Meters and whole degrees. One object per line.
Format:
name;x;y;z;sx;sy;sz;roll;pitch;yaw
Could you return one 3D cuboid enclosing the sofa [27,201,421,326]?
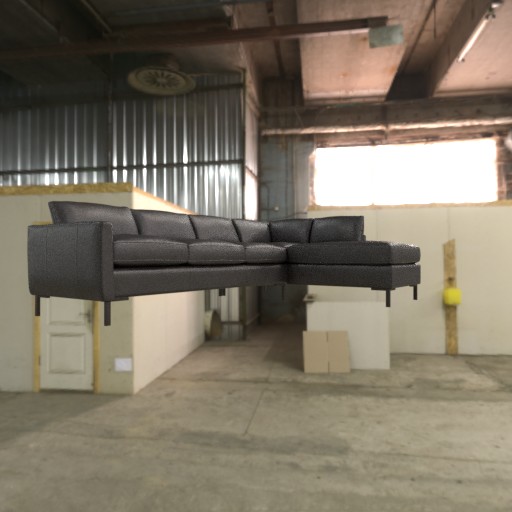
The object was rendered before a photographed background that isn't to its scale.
sofa;0.000;0.000;3.813;1.938;0.877;2.984;0;0;36
